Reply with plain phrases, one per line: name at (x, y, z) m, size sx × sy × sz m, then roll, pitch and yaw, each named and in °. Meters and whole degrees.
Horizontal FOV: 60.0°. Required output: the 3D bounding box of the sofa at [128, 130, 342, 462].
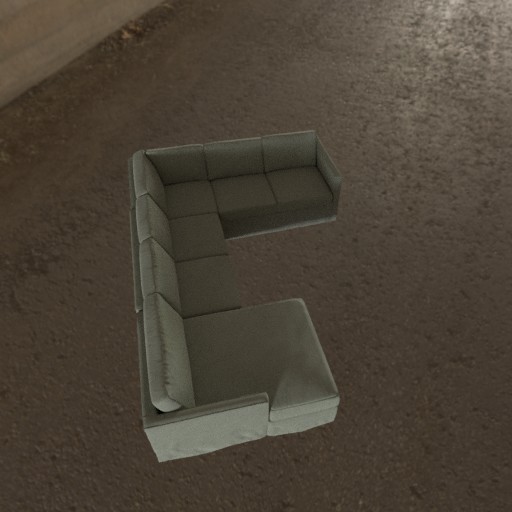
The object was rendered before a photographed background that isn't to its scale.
sofa at (0.000, 0.000, 4.621) m, size 2.440 × 0.869 × 3.434 m, roll -10°, pitch 48°, yaw -9°
